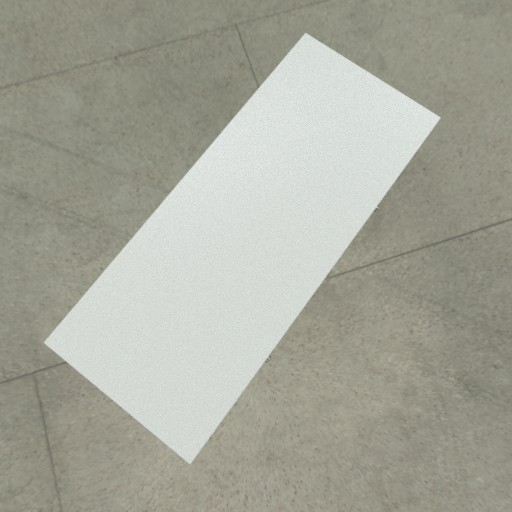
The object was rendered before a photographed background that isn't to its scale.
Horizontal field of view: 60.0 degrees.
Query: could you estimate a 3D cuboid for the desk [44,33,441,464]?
[{"bbox_3d":[0.000,0.000,1.610,0.504,0.762,1.191,36,79,8],"label":"desk"}]
